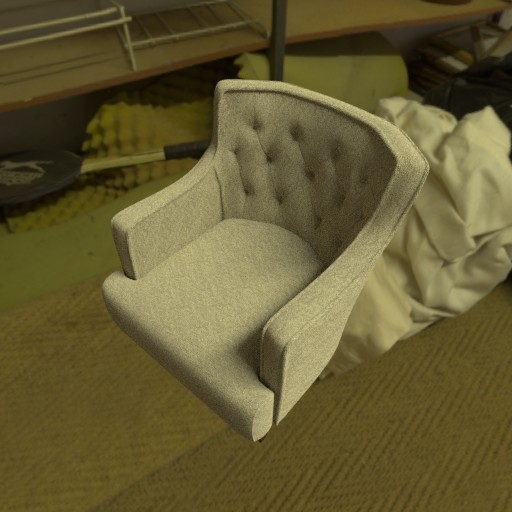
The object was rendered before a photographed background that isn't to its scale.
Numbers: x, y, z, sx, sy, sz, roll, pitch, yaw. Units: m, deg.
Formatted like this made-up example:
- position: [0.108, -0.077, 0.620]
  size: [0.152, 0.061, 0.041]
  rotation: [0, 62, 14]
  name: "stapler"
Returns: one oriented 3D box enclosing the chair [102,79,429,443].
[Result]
- position: [0.000, 0.000, 1.657]
  size: [0.820, 0.920, 0.910]
  rotation: [32, 54, 27]
  name: "chair"
